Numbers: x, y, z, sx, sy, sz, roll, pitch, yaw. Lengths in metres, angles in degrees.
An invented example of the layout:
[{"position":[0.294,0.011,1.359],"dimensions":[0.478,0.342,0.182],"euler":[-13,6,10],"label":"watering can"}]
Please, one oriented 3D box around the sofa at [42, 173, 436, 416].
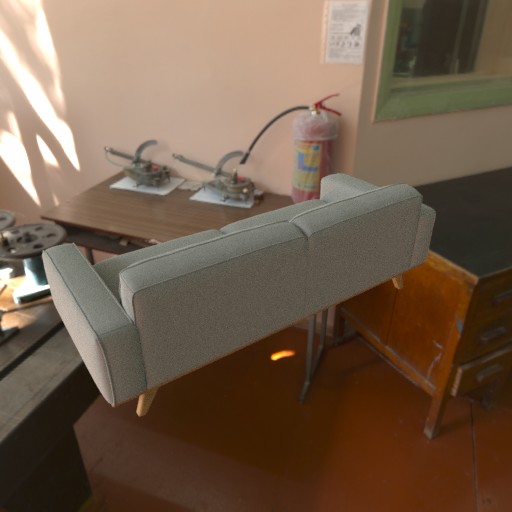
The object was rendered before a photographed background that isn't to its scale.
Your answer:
[{"position":[0.000,0.000,2.753],"dimensions":[2.270,0.781,0.956],"euler":[-19,35,-30],"label":"sofa"}]
